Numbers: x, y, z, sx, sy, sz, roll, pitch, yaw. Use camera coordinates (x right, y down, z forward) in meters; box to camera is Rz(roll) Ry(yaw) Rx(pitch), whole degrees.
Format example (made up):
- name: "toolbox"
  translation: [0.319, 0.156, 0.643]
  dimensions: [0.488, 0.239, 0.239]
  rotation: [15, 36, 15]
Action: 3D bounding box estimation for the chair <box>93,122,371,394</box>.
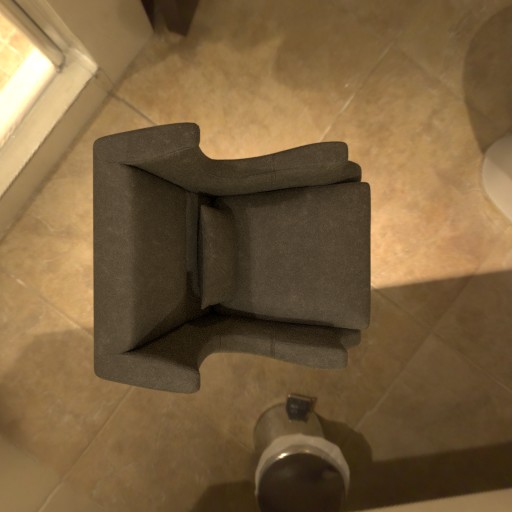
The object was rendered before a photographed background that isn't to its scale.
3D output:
- name: "chair"
  translation: [0.000, 0.000, 1.721]
  dimensions: [0.926, 1.016, 0.853]
  rotation: [0, 91, -1]
